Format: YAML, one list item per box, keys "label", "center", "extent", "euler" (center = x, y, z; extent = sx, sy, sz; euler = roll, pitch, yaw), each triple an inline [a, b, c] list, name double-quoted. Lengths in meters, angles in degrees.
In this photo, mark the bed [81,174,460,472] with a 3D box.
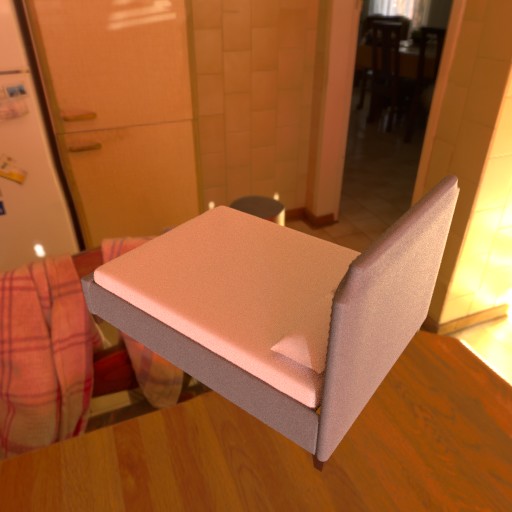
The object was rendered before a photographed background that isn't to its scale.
- label: "bed"
  center: [0.000, 0.000, 3.449]
  extent: [2.372, 1.443, 1.712]
  euler: [22, 38, 31]
